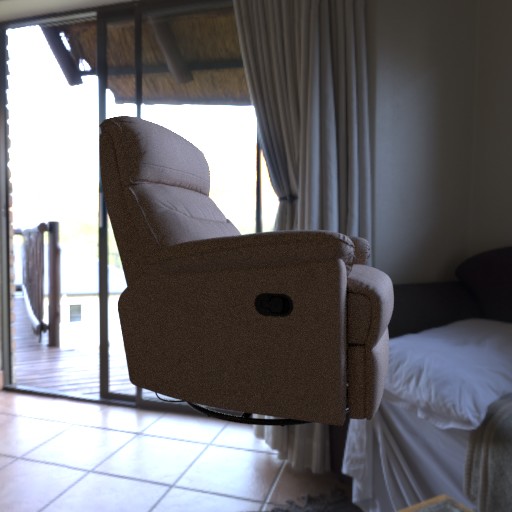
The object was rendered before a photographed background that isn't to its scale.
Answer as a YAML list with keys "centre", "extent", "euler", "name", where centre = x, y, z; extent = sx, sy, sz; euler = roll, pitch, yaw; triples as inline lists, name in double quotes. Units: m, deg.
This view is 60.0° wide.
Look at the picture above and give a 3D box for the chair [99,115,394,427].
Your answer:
- centre: [0.000, 0.000, 1.689]
  extent: [1.004, 1.037, 0.820]
  euler: [0, 1, 18]
  name: "chair"
